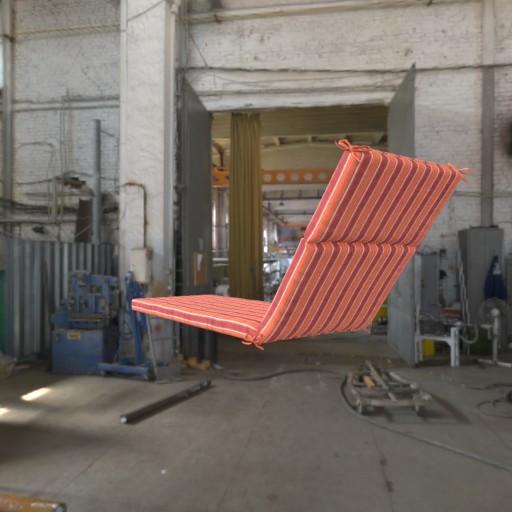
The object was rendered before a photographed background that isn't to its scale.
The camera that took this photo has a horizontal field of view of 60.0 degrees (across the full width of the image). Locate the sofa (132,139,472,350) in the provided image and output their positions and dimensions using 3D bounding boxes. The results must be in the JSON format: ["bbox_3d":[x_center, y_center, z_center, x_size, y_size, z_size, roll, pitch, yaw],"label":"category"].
[{"bbox_3d":[0.000,0.000,1.951,0.582,0.622,1.663,0,0,-36],"label":"sofa"}]
